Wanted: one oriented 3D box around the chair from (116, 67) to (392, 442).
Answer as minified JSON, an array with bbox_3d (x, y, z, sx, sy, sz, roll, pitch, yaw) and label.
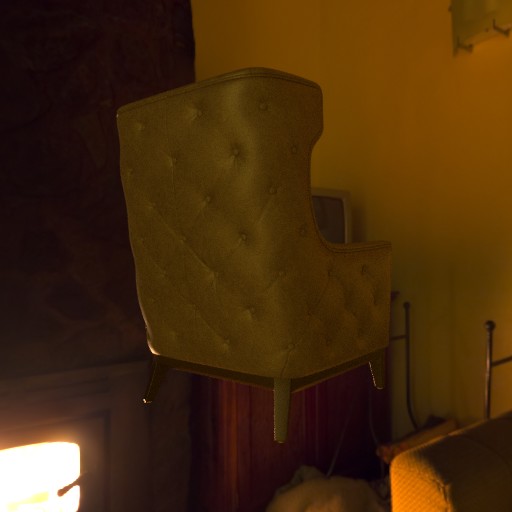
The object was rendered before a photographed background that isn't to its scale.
[{"bbox_3d":[0.000,0.000,1.682,0.769,1.079,0.899,0,0,36],"label":"chair"}]
